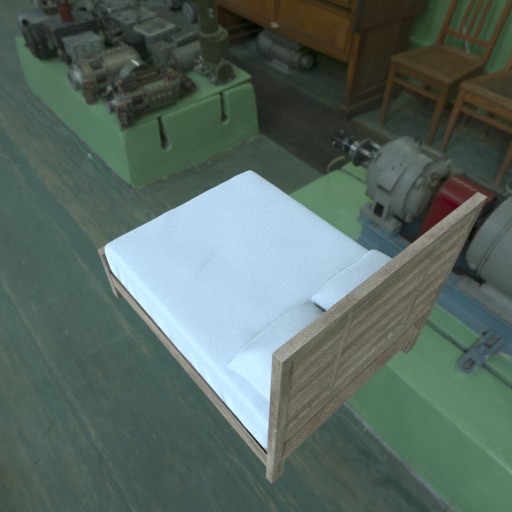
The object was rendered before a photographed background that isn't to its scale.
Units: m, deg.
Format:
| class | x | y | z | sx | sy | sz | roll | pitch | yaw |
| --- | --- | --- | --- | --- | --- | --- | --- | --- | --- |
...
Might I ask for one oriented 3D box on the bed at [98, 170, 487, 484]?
| class | x | y | z | sx | sy | sz | roll | pitch | yaw |
| --- | --- | --- | --- | --- | --- | --- | --- | --- | --- |
| bed | 0.000 | 0.000 | 3.341 | 1.626 | 1.626 | 2.197 | -32 | 55 | -27 |
